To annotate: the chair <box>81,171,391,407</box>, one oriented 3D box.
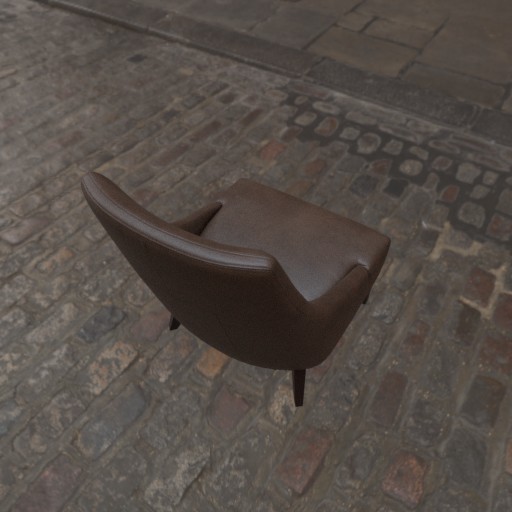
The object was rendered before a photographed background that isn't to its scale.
[{"bbox_3d":[0.000,0.000,1.490,0.701,0.909,0.861,26,52,22],"label":"chair"}]
